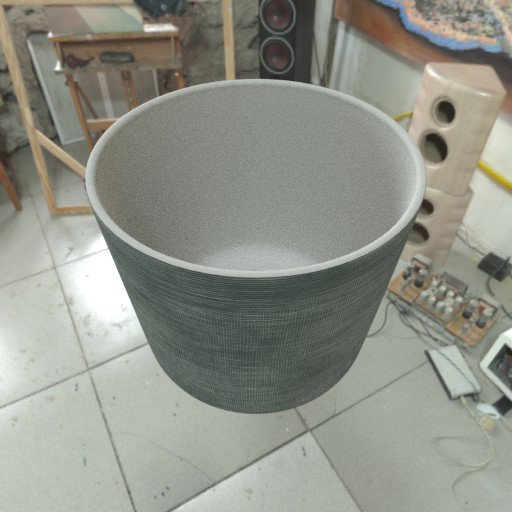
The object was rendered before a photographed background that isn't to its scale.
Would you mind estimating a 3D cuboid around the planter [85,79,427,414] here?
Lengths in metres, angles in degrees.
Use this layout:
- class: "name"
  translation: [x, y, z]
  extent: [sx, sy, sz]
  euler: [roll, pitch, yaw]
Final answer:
- class: "planter"
  translation: [0.000, 0.000, 0.733]
  extent: [0.440, 0.398, 0.440]
  euler: [0, 46, 0]
